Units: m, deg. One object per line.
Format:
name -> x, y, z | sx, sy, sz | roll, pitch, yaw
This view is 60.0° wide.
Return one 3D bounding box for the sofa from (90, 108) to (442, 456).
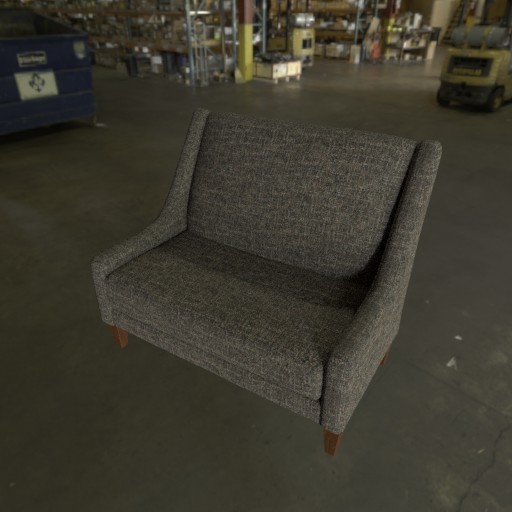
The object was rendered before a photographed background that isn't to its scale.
sofa -> 0.000, 0.000, 1.961 | 1.242, 1.021, 0.870 | 17, 34, 28
